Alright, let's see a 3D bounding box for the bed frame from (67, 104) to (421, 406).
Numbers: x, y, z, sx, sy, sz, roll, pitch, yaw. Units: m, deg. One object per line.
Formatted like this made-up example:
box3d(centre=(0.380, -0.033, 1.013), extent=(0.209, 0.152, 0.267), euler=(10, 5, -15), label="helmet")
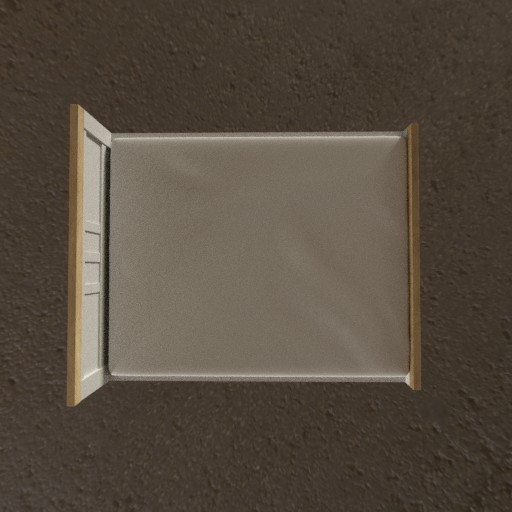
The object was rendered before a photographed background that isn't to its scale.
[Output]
box3d(centre=(0.000, 0.000, 2.915), extent=(2.050, 0.980, 1.670), euler=(0, 88, 1), label="bed frame")
